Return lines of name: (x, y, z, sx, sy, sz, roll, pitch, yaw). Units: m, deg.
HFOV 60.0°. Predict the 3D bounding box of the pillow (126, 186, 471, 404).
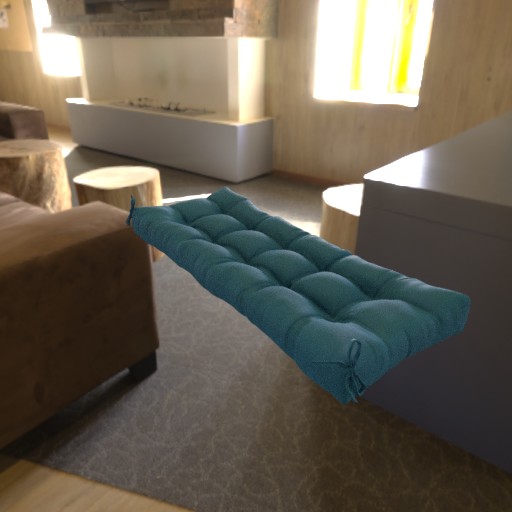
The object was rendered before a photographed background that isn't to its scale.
pillow: (0.000, 0.000, 1.377, 0.511, 0.174, 1.194, -18, 31, -32)
